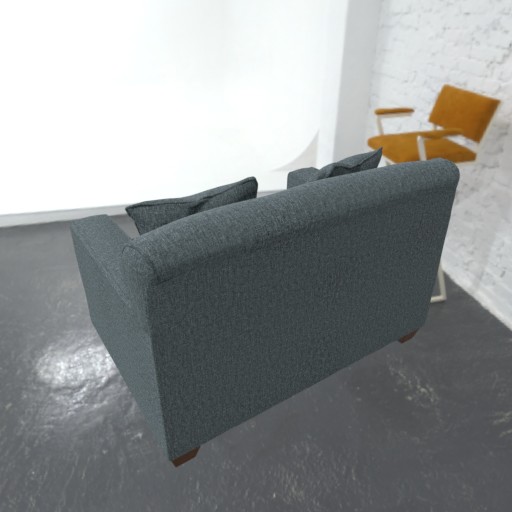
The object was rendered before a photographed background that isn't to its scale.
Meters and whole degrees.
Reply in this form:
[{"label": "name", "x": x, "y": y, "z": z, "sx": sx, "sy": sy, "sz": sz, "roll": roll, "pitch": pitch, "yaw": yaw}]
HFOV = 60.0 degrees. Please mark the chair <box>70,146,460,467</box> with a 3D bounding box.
[{"label": "chair", "x": 0.000, "y": 0.000, "z": 2.015, "sx": 1.383, "sy": 0.948, "sz": 1.000, "roll": -18, "pitch": 34, "yaw": -29}]
